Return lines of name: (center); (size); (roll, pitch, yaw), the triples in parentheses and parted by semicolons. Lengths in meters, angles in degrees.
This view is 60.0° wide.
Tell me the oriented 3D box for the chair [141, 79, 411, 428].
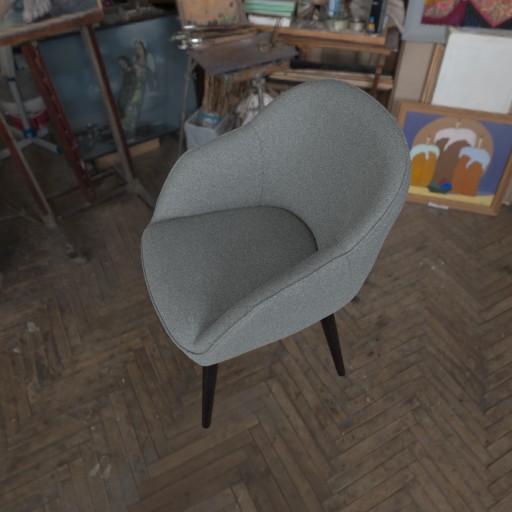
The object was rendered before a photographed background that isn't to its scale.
chair: (0.000, 0.000, 1.236); (0.611, 0.810, 0.589); (-16, 49, -15)
